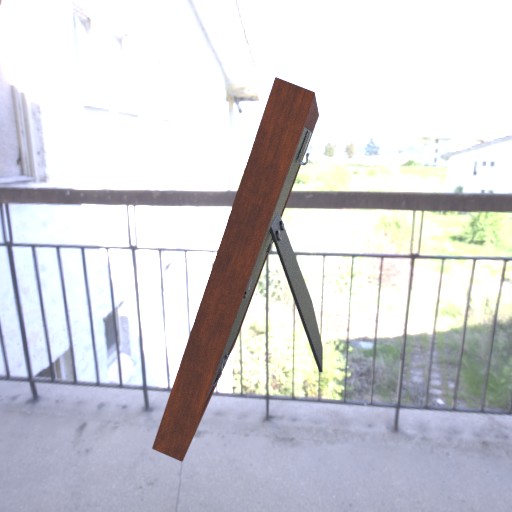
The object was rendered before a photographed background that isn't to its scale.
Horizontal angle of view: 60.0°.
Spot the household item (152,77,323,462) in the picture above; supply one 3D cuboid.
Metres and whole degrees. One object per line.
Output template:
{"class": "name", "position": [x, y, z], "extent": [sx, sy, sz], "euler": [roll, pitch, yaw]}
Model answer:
{"class": "household item", "position": [0.000, 0.000, 0.299], "extent": [0.096, 0.204, 0.160], "euler": [2, 14, 8]}
